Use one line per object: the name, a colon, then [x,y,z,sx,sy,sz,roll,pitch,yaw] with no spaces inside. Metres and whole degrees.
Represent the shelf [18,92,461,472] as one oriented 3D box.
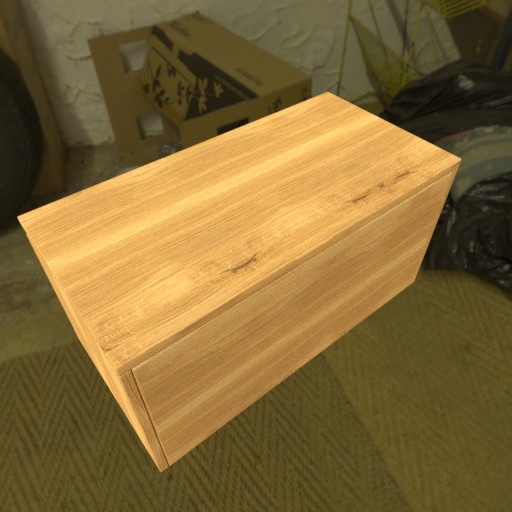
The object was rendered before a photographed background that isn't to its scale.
shelf: [0.000,0.000,1.018,0.800,0.400,0.400,-30,53,-26]
